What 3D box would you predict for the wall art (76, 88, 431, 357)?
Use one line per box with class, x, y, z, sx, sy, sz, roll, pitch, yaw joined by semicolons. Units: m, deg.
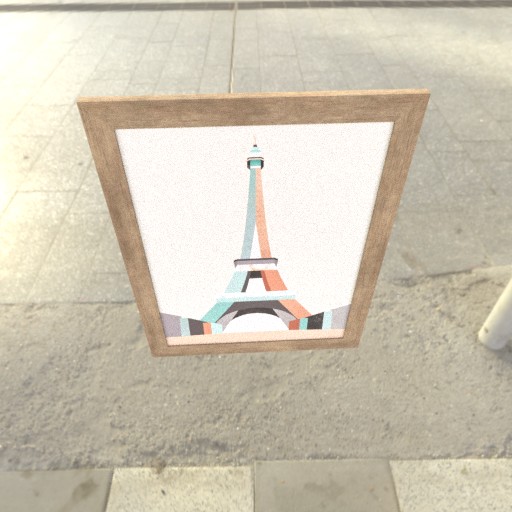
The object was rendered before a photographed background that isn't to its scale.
wall art;0.000;0.000;0.913;0.534;0.686;0.018;-2;45;-2
